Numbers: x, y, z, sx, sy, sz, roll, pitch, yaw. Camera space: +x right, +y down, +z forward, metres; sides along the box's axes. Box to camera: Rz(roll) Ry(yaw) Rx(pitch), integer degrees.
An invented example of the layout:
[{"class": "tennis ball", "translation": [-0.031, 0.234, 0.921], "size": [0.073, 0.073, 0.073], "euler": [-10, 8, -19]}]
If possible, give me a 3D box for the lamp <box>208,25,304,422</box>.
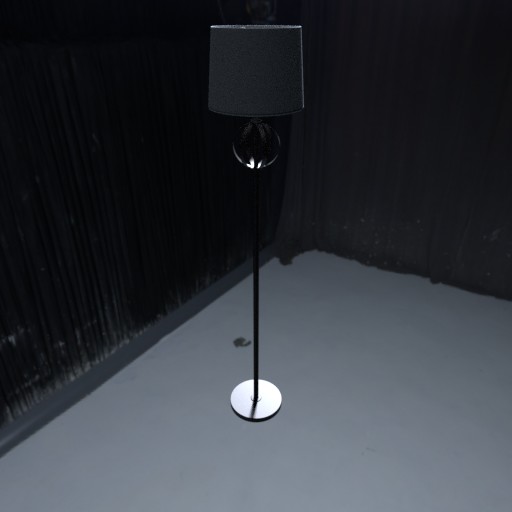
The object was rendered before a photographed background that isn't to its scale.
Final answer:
[{"class": "lamp", "translation": [0.000, 0.000, 1.590], "size": [0.286, 1.462, 0.286], "euler": [20, 34, 31]}]
